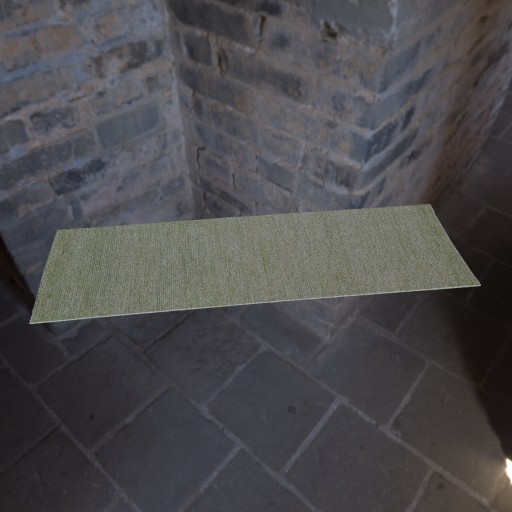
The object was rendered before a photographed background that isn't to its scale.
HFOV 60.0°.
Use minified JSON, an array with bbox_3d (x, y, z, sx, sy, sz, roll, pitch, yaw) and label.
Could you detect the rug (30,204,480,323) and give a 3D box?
[{"bbox_3d":[0.000,0.000,2.514,2.340,0.013,0.686,-4,46,-4],"label":"rug"}]
